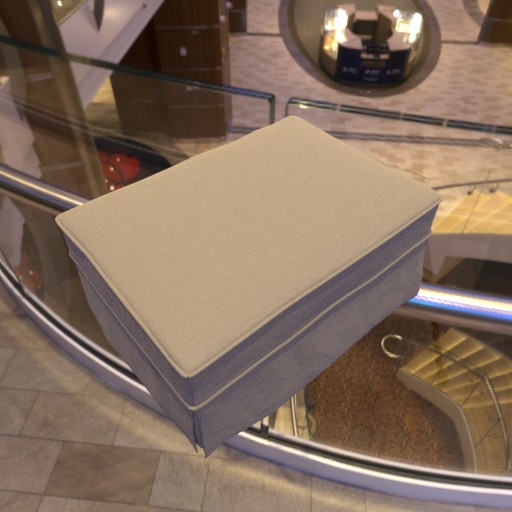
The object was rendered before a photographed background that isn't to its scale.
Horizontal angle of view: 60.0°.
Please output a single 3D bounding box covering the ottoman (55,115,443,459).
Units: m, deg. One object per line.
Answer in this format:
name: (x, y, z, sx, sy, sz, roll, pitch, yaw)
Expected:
ottoman: (0.000, 0.000, 1.374, 0.944, 0.479, 0.703, -31, 53, -27)
